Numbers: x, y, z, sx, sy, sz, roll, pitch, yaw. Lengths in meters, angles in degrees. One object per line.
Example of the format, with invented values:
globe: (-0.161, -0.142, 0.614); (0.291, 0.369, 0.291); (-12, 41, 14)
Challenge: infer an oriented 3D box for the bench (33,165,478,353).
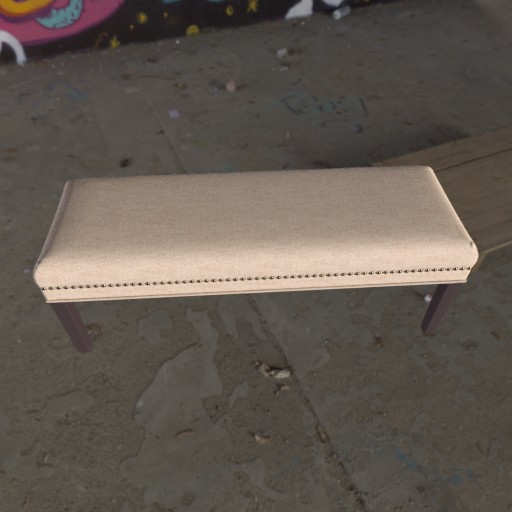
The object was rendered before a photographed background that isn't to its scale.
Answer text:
bench: (0.000, 0.000, 1.462); (1.219, 0.457, 0.410); (-3, 47, -2)
